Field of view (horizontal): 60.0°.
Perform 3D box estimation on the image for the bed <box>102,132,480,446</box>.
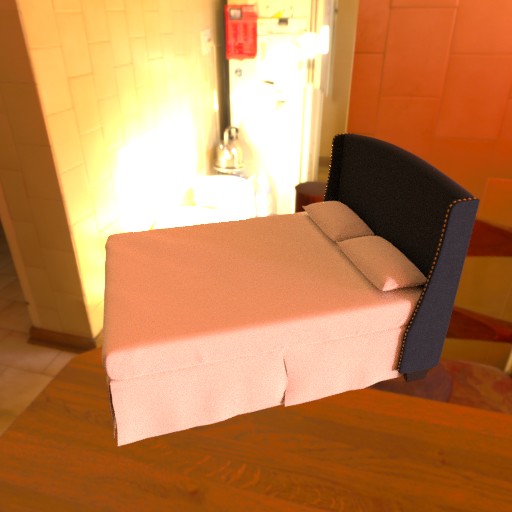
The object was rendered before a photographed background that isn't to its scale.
[{"bbox_3d":[0.000,0.000,3.179,2.223,1.402,1.604,-8,30,-14],"label":"bed"}]
